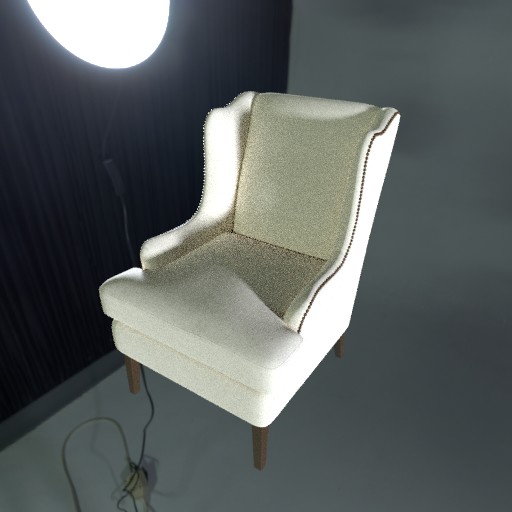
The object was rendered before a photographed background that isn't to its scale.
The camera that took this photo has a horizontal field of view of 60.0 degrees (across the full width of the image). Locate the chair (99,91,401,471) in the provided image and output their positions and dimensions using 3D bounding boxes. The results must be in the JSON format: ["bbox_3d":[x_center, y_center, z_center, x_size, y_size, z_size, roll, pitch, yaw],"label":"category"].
[{"bbox_3d":[0.000,0.000,1.680,0.737,1.029,0.940,18,35,29],"label":"chair"}]
